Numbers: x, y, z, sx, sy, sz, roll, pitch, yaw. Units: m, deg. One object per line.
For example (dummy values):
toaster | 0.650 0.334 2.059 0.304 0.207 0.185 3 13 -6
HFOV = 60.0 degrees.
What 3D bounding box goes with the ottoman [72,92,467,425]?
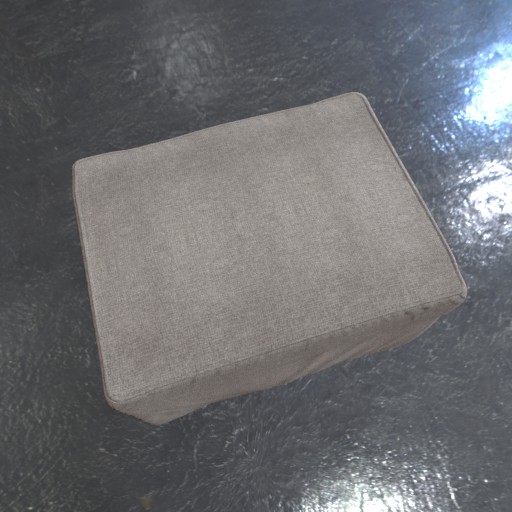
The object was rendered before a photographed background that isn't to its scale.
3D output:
ottoman | 0.000 0.000 1.232 0.833 0.492 0.652 -16 66 -7
